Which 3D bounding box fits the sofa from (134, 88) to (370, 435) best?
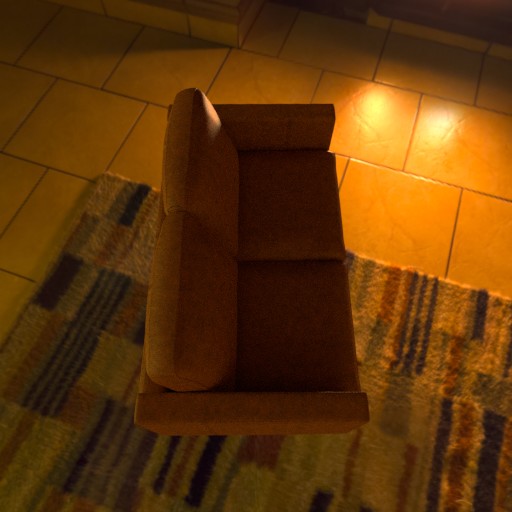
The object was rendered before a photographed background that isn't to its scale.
[{"bbox_3d":[0.000,0.000,2.161,0.909,0.951,1.578,0,64,0],"label":"sofa"}]
